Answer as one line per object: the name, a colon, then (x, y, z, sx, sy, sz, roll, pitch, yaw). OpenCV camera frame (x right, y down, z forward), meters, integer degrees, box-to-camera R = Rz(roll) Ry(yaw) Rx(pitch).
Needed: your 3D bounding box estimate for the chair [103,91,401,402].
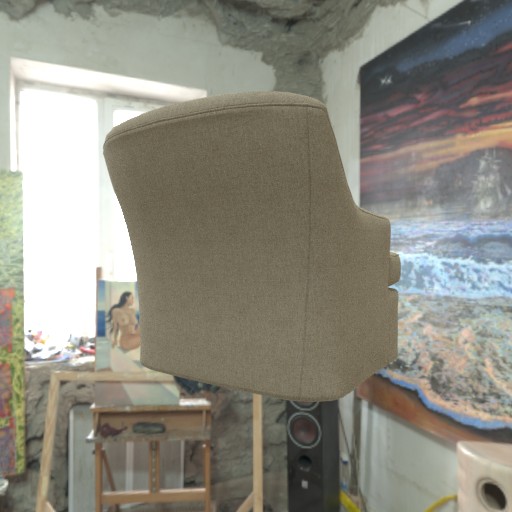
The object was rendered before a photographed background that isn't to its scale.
chair: (0.000, 0.000, 1.593, 0.864, 0.856, 0.923, 0, 1, 35)
